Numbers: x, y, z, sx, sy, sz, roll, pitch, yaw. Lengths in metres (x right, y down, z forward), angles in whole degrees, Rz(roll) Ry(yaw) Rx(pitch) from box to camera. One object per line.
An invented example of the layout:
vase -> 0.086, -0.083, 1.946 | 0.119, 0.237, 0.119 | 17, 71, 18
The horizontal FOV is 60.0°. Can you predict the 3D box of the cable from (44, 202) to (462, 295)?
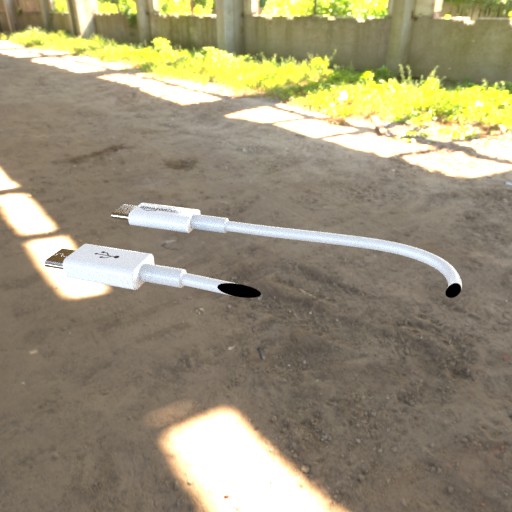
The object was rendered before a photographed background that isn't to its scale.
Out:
cable -> 0.000, 0.000, 0.114 | 0.098, 0.006, 0.040 | 8, 31, 14
